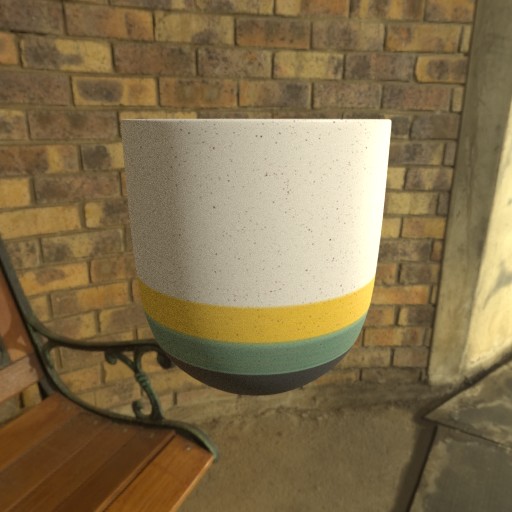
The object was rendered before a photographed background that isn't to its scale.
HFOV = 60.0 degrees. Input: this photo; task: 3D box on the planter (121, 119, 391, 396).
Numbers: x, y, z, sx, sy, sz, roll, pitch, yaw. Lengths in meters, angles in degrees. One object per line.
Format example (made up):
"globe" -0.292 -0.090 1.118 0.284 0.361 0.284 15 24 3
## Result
"planter" 0.000 0.000 0.363 0.195 0.214 0.195 0 17 0
